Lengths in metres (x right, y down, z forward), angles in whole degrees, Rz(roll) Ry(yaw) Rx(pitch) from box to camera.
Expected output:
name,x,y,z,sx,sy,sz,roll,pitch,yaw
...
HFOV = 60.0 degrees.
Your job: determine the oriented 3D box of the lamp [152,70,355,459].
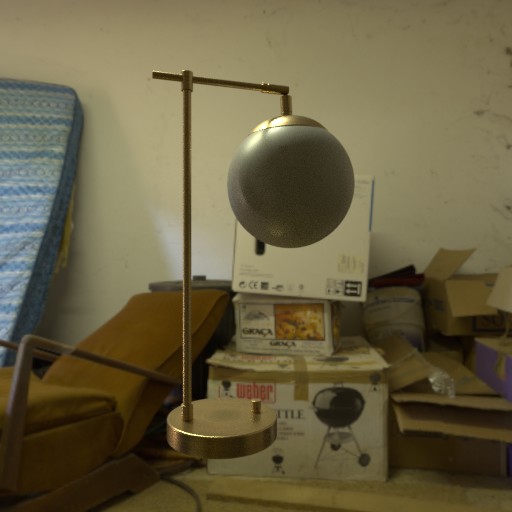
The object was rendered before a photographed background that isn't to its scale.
name,x,y,z,sx,sy,sz,roll,pitch,yaw
lamp,0.000,0.000,0.709,0.324,0.559,0.207,0,0,-18
